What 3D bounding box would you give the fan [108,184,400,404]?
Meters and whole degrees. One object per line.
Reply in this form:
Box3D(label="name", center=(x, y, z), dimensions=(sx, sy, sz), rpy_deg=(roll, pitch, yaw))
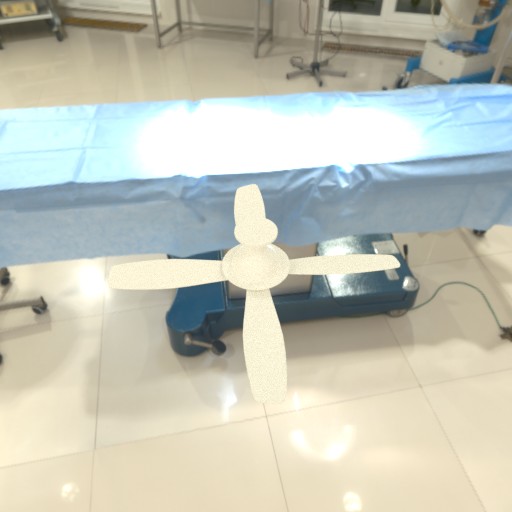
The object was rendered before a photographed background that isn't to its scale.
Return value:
Box3D(label="fan", center=(0.000, 0.000, 2.520), dimensions=(1.694, 0.382, 1.693), rpy_deg=(-3, 44, -3))
